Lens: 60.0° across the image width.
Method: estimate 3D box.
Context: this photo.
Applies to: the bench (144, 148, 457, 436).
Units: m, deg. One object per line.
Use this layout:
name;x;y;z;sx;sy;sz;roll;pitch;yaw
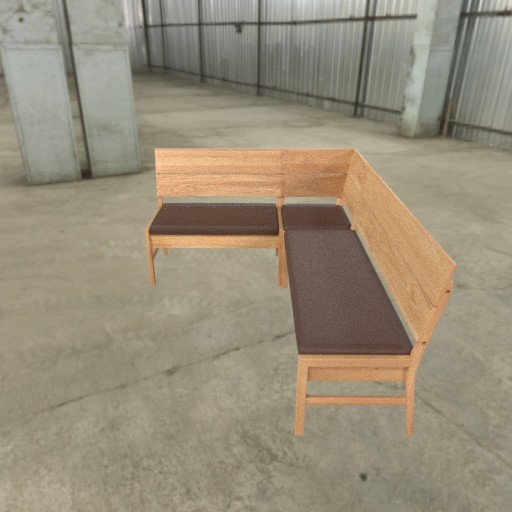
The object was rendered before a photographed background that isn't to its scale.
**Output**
bench;0.000;0.000;2.724;1.549;0.890;1.975;0;26;0
